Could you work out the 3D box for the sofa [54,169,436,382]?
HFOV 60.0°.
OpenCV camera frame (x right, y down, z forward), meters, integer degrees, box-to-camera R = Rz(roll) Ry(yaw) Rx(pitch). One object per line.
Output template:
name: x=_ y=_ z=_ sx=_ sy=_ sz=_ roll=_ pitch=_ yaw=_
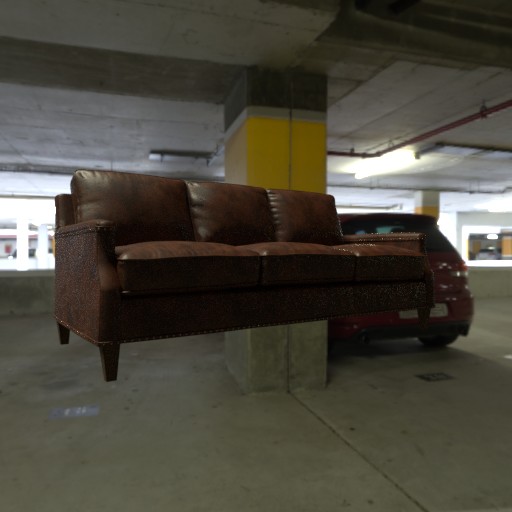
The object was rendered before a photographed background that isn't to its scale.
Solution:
sofa: x=0.000 y=0.000 z=2.791 sx=2.240 sy=1.003 sz=1.084 roll=0 pitch=0 yaw=-35
